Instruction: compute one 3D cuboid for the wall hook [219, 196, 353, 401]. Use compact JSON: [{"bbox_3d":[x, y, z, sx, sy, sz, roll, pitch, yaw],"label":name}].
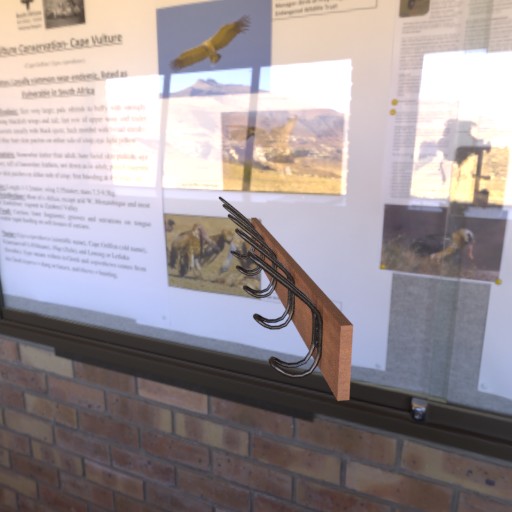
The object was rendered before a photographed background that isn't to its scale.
[{"bbox_3d":[0.000,0.000,0.605,0.076,0.116,0.554,-2,14,-8],"label":"wall hook"}]
